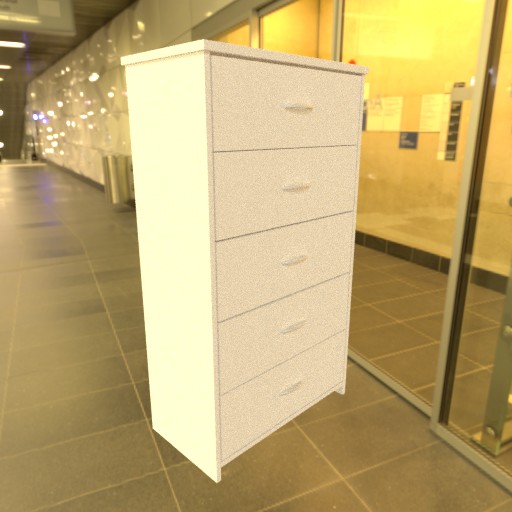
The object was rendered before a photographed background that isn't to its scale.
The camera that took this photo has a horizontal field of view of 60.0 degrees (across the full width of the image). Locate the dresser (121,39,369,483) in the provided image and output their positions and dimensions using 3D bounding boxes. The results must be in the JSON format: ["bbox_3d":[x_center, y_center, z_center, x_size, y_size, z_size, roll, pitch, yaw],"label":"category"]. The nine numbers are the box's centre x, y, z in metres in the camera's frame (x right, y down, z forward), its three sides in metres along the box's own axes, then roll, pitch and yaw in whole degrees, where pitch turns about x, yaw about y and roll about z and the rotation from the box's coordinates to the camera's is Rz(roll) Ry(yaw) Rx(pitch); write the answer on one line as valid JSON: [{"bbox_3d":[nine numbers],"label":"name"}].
[{"bbox_3d":[0.000,0.000,1.554,0.704,1.255,0.399,-15,22,-42],"label":"dresser"}]
